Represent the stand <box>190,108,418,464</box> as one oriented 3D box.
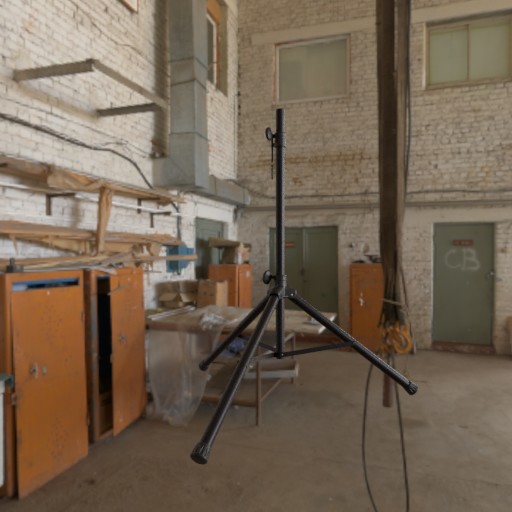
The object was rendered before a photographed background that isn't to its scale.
[{"bbox_3d":[0.000,0.000,1.844,1.045,1.136,0.907,0,0,-36],"label":"stand"}]
